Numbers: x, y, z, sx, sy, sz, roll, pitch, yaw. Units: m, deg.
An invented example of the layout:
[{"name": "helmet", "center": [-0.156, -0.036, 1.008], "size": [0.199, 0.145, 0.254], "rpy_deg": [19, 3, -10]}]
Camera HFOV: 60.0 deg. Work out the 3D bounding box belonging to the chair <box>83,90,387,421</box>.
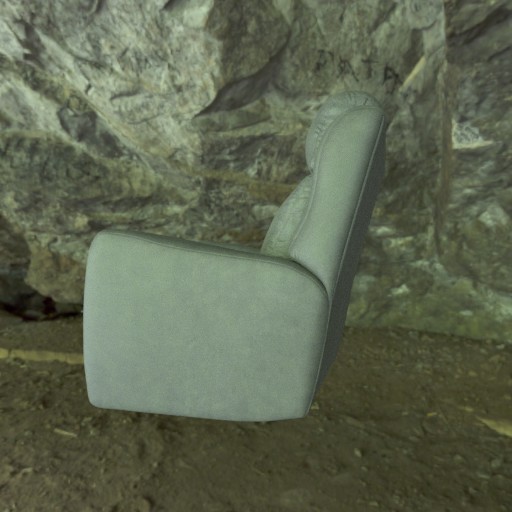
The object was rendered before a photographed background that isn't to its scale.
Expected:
[{"name": "chair", "center": [0.000, 0.000, 1.887], "size": [1.068, 1.116, 0.967], "rpy_deg": [0, 0, 16]}]
